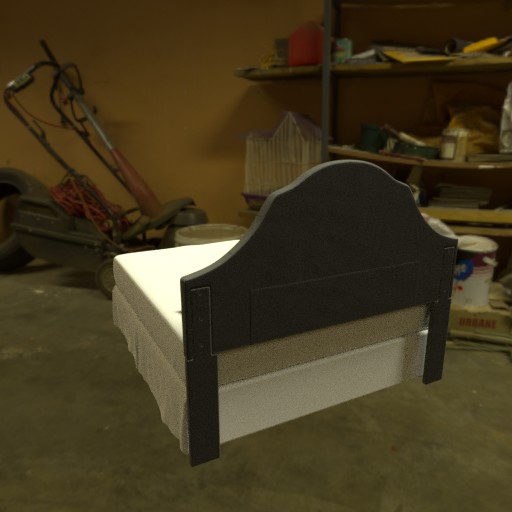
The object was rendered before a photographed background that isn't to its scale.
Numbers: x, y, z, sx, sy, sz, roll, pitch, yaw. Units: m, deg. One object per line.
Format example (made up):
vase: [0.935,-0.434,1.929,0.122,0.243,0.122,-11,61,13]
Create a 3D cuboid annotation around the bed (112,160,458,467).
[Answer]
bed: [0.000,0.000,3.583,2.008,1.615,2.214,-8,17,-27]
